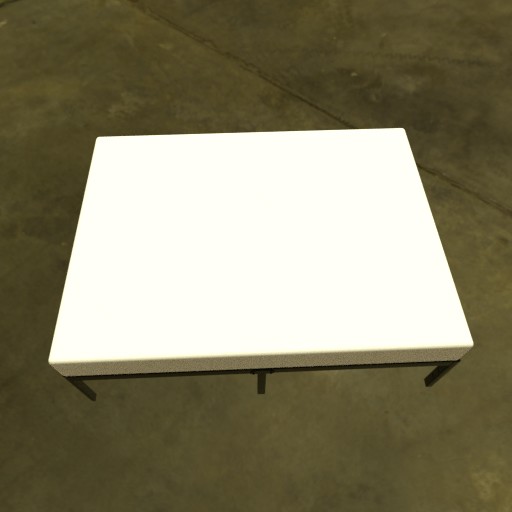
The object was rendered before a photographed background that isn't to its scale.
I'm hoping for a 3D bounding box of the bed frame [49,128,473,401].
[{"bbox_3d":[0.000,0.000,2.788,2.072,0.659,1.557,-2,57,-1],"label":"bed frame"}]
